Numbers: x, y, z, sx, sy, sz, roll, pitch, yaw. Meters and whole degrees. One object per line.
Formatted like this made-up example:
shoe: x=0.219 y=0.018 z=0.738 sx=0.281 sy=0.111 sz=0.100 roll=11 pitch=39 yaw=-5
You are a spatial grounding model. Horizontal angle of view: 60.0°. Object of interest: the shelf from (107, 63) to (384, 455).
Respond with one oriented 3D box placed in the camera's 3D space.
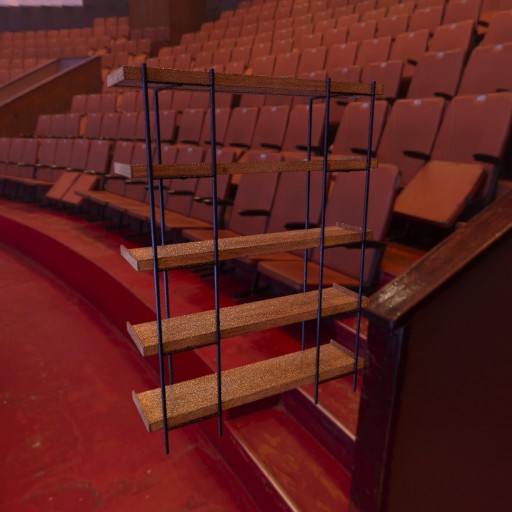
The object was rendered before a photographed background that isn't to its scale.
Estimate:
shelf: x=0.000 y=0.000 z=2.433 sx=1.371 sy=1.826 sz=0.379 roll=-8 pitch=17 yaw=-27
